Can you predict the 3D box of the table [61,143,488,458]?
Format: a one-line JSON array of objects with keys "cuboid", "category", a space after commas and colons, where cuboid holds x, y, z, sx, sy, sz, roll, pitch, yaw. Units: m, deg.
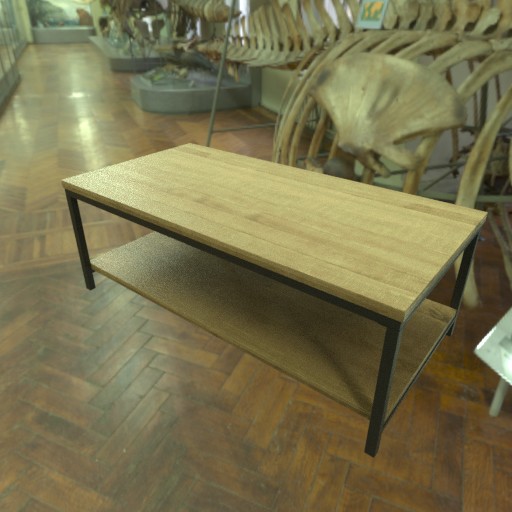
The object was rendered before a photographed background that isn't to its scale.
[{"cuboid": [0.000, 0.000, 1.357, 1.100, 0.399, 0.551, 21, 35, 33], "category": "table"}]
